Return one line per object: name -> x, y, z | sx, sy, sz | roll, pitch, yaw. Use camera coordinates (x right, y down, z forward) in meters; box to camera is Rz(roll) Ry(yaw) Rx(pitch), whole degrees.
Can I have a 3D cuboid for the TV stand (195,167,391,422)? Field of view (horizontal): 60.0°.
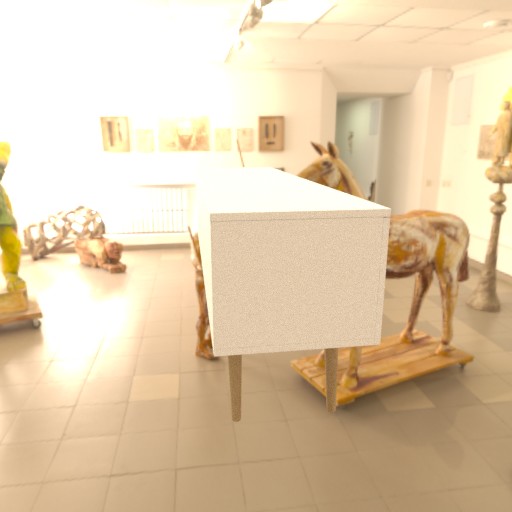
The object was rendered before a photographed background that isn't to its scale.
TV stand -> 0.000, 0.000, 1.649 | 0.401, 0.560, 1.398 | -2, 15, -8
